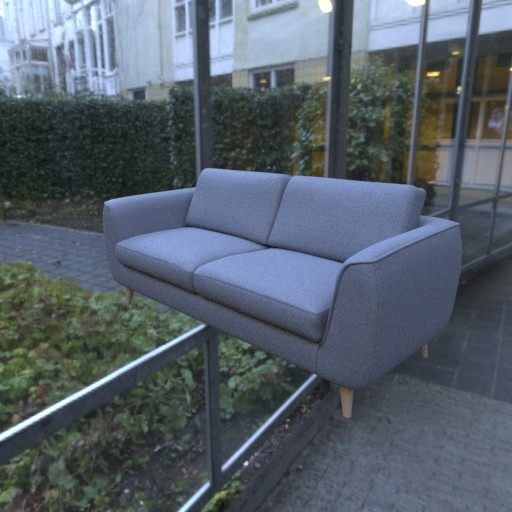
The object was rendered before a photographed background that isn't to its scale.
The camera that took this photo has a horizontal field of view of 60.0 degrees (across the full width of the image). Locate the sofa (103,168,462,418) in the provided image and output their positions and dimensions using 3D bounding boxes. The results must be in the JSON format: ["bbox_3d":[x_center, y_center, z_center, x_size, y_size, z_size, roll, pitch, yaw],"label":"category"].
[{"bbox_3d":[0.000,0.000,2.544,2.000,0.870,0.920,15,21,43],"label":"sofa"}]
